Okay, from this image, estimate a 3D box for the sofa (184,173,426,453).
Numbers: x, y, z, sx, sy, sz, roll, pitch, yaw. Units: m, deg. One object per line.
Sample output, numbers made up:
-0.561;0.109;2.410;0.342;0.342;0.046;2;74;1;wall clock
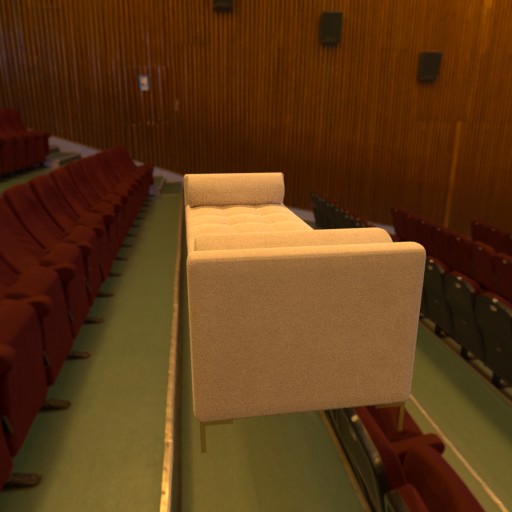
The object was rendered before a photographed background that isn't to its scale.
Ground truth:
0.000;0.000;2.233;0.686;0.635;1.981;-3;17;-9;sofa
